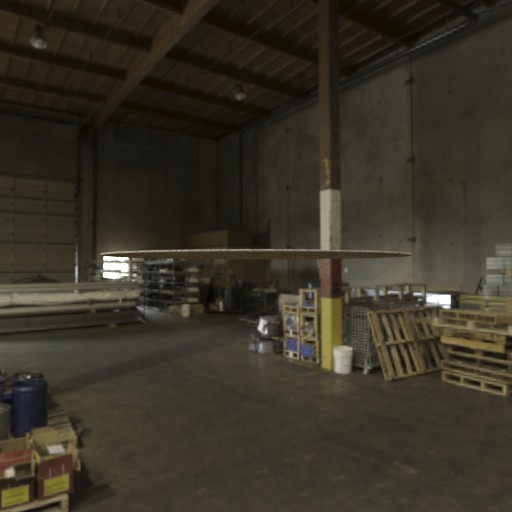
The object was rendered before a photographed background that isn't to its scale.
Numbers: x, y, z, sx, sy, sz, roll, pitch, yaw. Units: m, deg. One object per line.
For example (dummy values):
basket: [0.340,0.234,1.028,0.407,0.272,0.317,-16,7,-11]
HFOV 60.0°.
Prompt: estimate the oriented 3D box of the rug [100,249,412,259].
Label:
rug: [0.000,0.000,2.408,1.598,0.010,1.598,0,-1,0]
